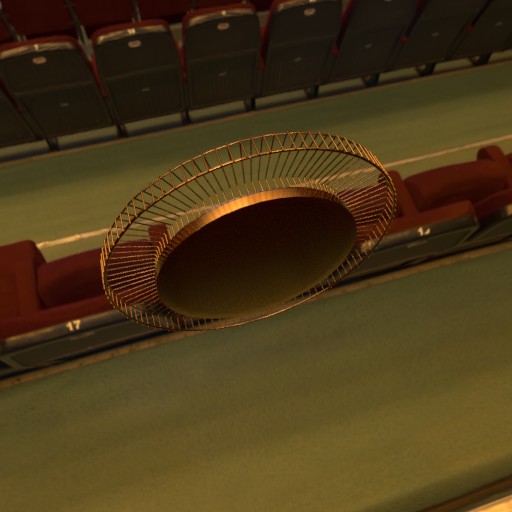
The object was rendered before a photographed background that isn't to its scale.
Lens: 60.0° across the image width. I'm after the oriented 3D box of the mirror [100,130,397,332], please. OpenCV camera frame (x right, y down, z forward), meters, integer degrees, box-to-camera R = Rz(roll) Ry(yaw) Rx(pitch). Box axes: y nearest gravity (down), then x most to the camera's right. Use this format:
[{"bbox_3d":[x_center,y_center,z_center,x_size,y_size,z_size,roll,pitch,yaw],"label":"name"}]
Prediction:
[{"bbox_3d":[0.000,0.000,1.062,0.703,0.703,0.067,-15,59,-9],"label":"mirror"}]
